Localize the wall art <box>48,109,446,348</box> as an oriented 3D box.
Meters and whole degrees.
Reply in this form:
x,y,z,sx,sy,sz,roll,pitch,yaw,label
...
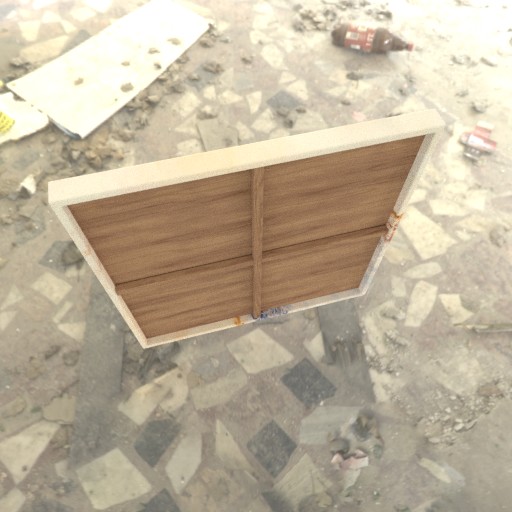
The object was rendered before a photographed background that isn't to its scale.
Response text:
x,y,z,sx,sy,sz,roll,pitch,yaw,label
0.000,0.000,1.617,1.061,1.061,0.071,-13,60,-7,wall art
